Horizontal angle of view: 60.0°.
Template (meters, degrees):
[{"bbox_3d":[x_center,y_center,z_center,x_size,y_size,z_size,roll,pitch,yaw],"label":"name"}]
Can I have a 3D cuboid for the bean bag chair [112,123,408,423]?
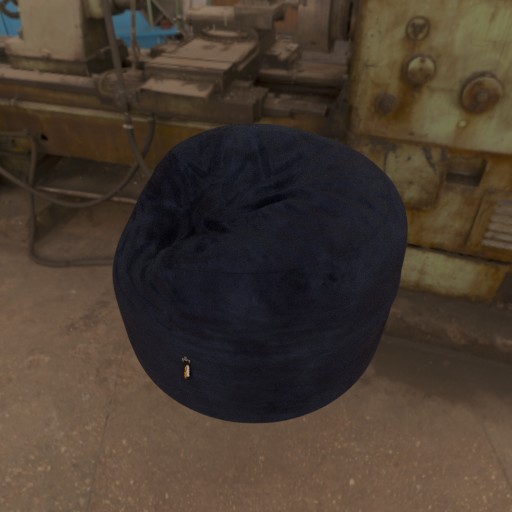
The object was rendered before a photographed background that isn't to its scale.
[{"bbox_3d":[0.000,0.000,1.461,0.918,0.616,0.918,0,40,0],"label":"bean bag chair"}]
